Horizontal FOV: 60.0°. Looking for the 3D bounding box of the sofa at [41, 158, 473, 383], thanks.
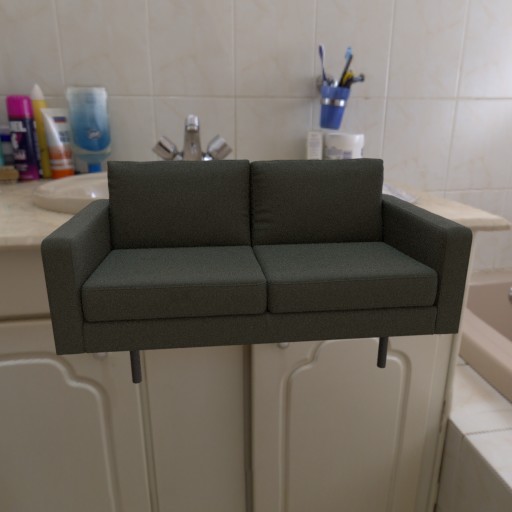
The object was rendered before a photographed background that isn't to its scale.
[{"bbox_3d":[0.000,0.000,2.212,1.730,0.897,0.889,-2,18,-6],"label":"sofa"}]
